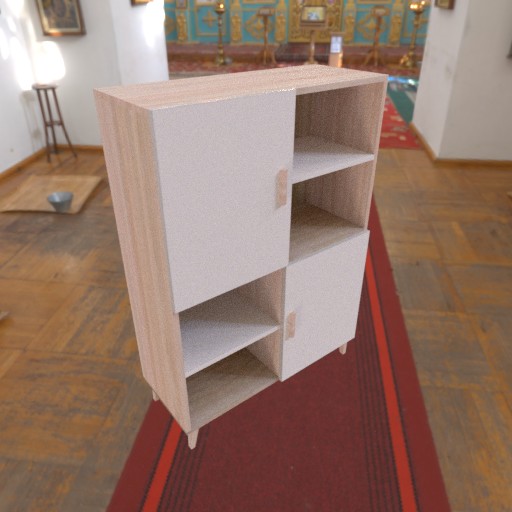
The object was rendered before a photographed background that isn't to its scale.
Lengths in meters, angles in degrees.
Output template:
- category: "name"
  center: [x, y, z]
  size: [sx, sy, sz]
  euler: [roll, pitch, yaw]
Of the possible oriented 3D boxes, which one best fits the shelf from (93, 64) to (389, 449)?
- category: "shelf"
  center: [0.000, 0.000, 1.894]
  size: [0.995, 1.405, 0.434]
  euler: [-21, 36, -32]
